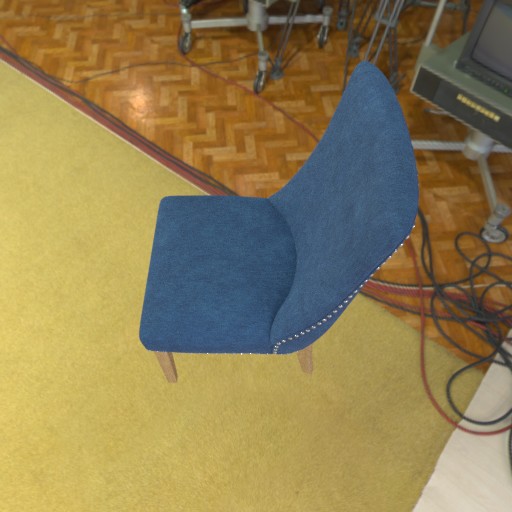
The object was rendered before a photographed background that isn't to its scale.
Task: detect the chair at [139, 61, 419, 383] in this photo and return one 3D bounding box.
[{"bbox_3d":[0.000,0.000,1.230,0.610,0.902,0.495,0,58,0],"label":"chair"}]
